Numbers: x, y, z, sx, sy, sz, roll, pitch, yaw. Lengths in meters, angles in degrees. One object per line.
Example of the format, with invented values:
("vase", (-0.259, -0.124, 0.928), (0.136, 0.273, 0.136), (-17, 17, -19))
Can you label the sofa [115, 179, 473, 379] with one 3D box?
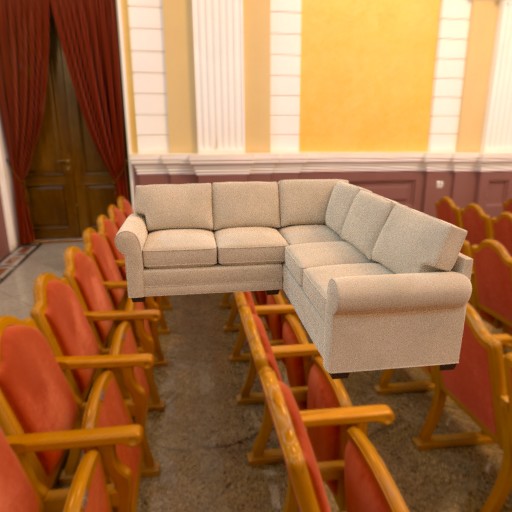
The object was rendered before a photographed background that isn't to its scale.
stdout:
("sofa", (0.000, 0.000, 3.862), (2.487, 1.054, 2.569), (-2, 17, -8))
